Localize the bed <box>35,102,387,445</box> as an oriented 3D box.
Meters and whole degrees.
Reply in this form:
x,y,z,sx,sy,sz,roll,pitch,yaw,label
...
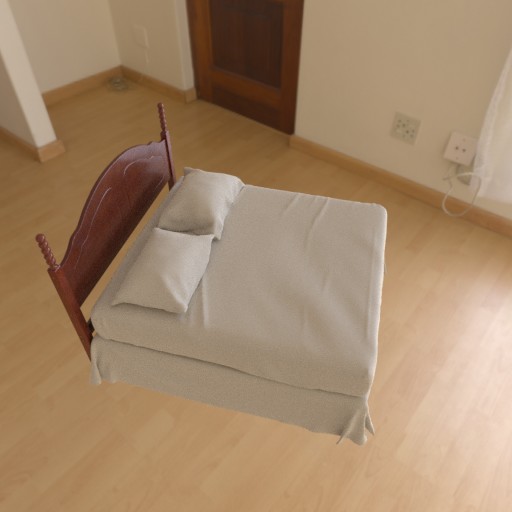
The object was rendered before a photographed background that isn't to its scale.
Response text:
x,y,z,sx,sy,sz,roll,pitch,yaw,label
0.000,0.000,3.209,2.040,1.356,1.873,10,45,10,bed
